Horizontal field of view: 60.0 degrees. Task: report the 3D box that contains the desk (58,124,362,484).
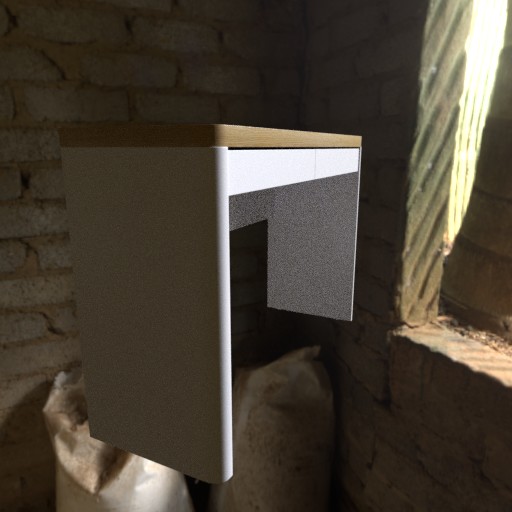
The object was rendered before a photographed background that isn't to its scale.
[{"bbox_3d":[0.000,0.000,1.426,0.390,0.760,1.100,7,15,26],"label":"desk"}]
